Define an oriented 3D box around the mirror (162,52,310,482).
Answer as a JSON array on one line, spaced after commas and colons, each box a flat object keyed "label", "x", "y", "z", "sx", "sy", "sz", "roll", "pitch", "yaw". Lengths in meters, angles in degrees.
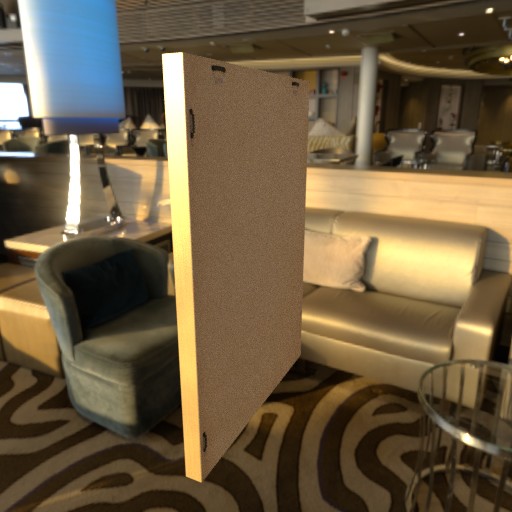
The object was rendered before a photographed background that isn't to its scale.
[{"label": "mirror", "x": 0.000, "y": 0.000, "z": 0.918, "sx": 0.039, "sy": 0.710, "sz": 0.507, "roll": 8, "pitch": 19, "yaw": 25}]
